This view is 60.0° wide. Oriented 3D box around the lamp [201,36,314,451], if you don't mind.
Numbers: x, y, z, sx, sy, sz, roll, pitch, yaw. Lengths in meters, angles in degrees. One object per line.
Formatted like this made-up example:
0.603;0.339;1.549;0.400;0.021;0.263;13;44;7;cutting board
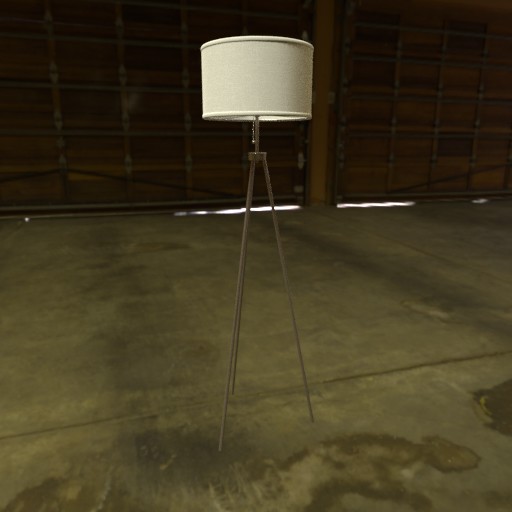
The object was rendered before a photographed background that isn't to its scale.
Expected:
0.000;0.000;1.782;0.448;1.545;0.458;7;16;27;lamp
